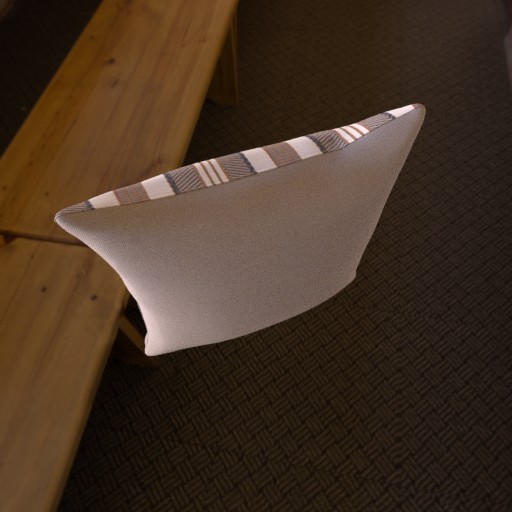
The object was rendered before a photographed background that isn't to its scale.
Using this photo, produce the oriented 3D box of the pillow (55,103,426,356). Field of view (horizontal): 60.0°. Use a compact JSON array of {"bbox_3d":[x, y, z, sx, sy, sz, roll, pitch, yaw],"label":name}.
[{"bbox_3d":[0.000,0.000,0.630,0.416,0.401,0.173,-19,60,-11],"label":"pillow"}]
